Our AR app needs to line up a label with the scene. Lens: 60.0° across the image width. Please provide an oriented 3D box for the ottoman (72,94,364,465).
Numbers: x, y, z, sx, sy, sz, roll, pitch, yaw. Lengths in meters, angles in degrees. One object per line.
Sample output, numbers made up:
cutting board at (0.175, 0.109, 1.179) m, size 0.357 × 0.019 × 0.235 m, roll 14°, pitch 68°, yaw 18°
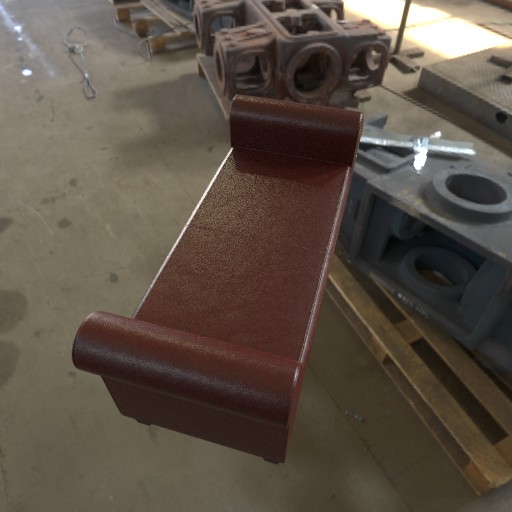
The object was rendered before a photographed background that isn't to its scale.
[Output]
ottoman at (0.000, 0.000, 1.523) m, size 0.521 × 0.547 × 1.256 m, roll 12°, pitch 48°, yaw 11°
